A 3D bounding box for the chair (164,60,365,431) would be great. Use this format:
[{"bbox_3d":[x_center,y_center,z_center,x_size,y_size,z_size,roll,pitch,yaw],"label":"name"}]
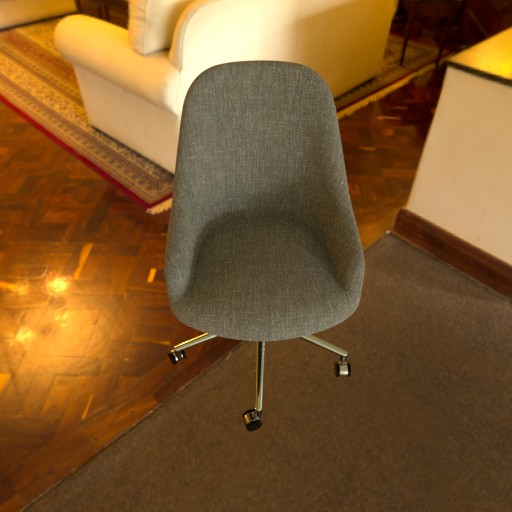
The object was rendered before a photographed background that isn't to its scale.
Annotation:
[{"bbox_3d":[0.000,0.000,1.399,0.671,0.950,0.712,-2,44,-2],"label":"chair"}]
